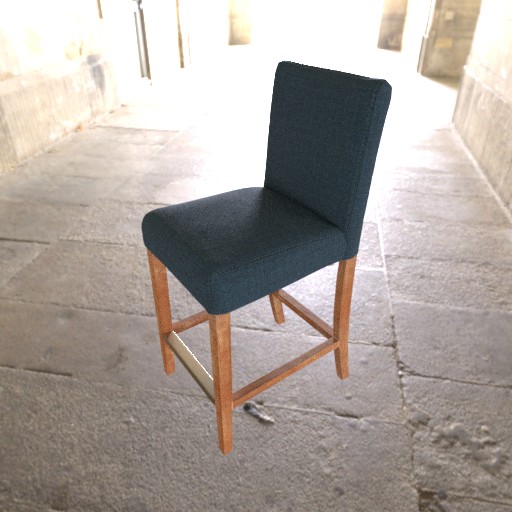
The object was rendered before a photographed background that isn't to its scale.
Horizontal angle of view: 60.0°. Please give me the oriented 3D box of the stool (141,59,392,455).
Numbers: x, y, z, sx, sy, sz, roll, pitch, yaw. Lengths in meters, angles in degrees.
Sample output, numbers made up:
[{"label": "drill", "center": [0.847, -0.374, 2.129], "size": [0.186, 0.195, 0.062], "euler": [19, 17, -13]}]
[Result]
[{"label": "stool", "center": [0.000, 0.000, 1.370], "size": [0.567, 1.039, 0.454], "euler": [-20, 37, -29]}]
